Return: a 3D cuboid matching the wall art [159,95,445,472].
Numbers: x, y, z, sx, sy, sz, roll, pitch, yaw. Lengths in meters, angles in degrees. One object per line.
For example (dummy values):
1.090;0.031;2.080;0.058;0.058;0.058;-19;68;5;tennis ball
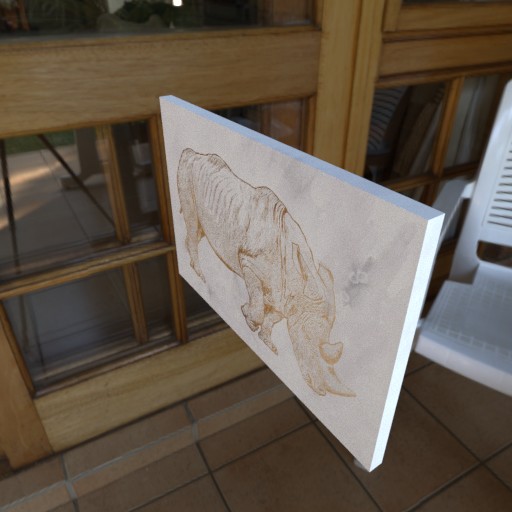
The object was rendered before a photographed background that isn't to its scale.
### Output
0.000;0.000;1.117;0.038;0.610;0.915;-20;38;-29;wall art
